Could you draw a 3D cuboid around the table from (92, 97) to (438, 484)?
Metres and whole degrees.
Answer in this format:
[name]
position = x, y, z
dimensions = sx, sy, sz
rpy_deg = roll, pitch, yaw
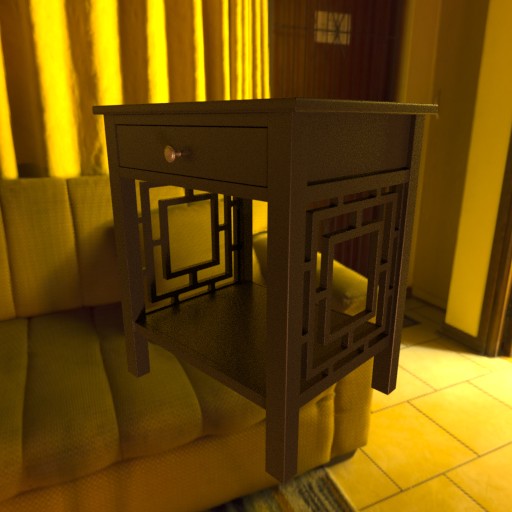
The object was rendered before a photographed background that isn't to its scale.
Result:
[table]
position = 0.000, 0.000, 1.001
dimensions = 0.564, 0.646, 0.451
rpy_deg = 16, 23, 42
